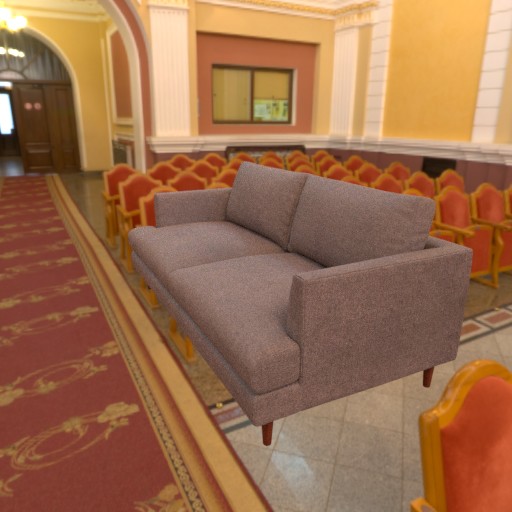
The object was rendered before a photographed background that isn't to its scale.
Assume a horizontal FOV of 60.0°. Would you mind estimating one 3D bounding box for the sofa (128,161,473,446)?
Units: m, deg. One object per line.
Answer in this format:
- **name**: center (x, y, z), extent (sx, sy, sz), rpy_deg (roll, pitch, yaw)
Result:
- **sofa**: center (0.000, 0.000, 2.457), extent (1.020, 0.868, 1.948), rpy_deg (-9, 19, -26)
